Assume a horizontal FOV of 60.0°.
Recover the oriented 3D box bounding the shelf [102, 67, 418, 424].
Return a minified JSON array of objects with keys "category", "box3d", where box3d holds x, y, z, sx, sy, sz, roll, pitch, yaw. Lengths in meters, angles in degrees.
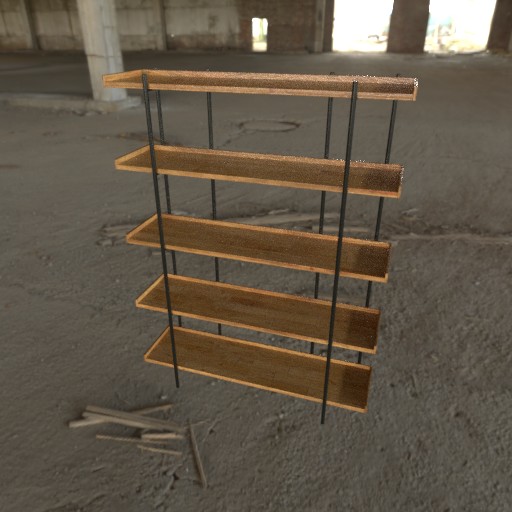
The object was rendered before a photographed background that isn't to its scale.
[{"category":"shelf","box3d":[0.000,0.000,2.390,1.371,1.826,0.379,9,29,16]}]
